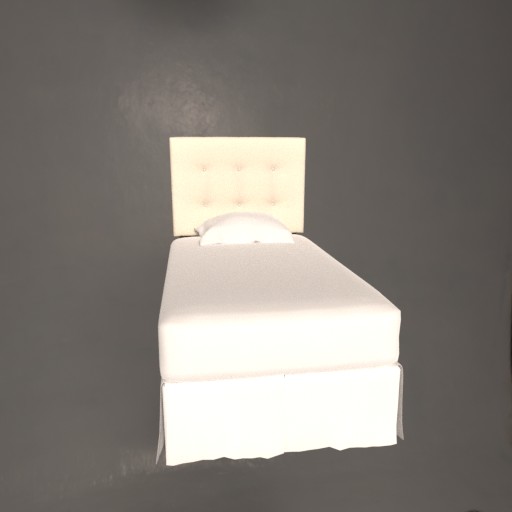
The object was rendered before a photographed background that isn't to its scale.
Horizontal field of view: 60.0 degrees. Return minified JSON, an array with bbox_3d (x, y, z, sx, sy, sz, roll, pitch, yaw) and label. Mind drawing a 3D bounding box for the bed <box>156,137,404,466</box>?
[{"bbox_3d":[0.000,0.000,2.944,1.261,1.571,1.997,-2,14,-8],"label":"bed"}]
